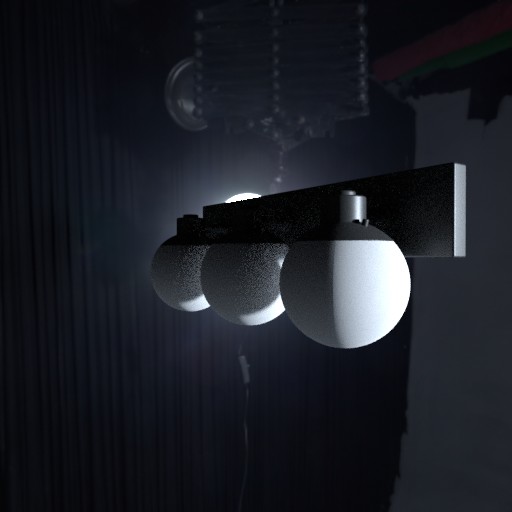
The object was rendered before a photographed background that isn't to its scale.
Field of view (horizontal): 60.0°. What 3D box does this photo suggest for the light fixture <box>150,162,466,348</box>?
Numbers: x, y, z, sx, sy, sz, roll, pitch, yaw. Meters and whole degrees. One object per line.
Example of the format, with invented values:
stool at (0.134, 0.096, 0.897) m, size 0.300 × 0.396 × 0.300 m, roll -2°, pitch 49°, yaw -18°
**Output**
light fixture at (0.000, 0.000, 0.858) m, size 0.218 × 0.263 × 0.721 m, roll 0°, pitch 1°, yaw -35°
